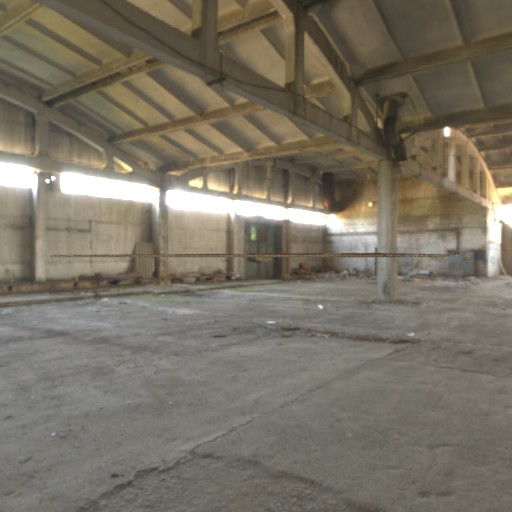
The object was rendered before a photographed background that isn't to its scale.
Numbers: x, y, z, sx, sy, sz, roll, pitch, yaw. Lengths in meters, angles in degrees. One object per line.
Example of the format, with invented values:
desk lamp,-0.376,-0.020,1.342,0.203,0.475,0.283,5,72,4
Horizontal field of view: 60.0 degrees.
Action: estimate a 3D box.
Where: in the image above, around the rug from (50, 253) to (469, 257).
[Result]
rug,0.000,0.000,2.917,2.286,0.016,1.555,0,0,36
